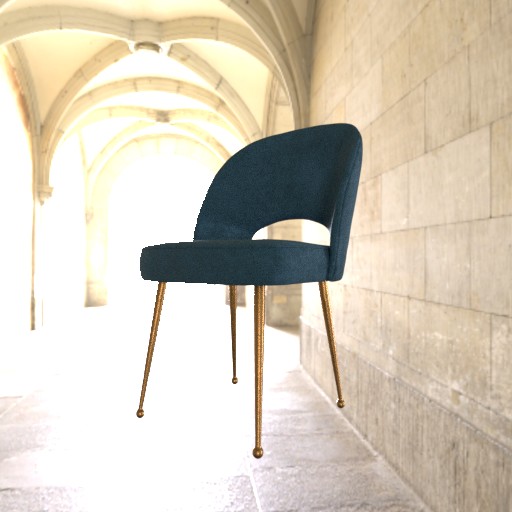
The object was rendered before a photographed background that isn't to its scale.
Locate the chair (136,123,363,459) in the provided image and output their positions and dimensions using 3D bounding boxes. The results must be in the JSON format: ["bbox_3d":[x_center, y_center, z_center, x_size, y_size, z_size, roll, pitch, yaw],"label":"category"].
[{"bbox_3d":[0.000,0.000,1.258,0.527,0.860,0.577,0,0,37],"label":"chair"}]
